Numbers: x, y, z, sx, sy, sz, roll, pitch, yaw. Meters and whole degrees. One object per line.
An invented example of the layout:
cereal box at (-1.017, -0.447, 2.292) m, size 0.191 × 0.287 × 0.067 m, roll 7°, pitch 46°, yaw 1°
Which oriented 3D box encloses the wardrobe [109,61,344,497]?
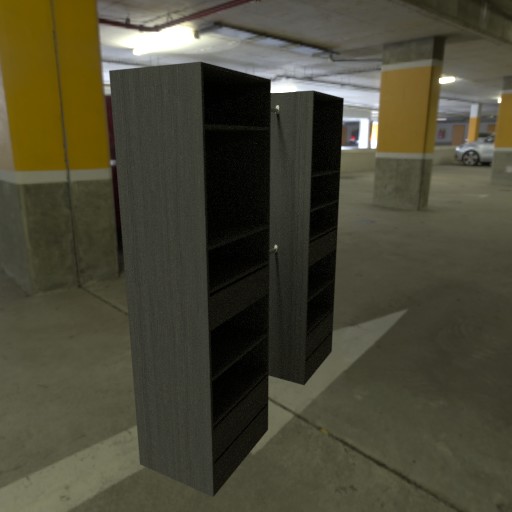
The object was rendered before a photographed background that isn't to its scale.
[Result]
wardrobe at (0.000, 0.000, 2.804) m, size 0.480 × 2.000 × 1.770 m, roll 8°, pitch 17°, yaw 27°
